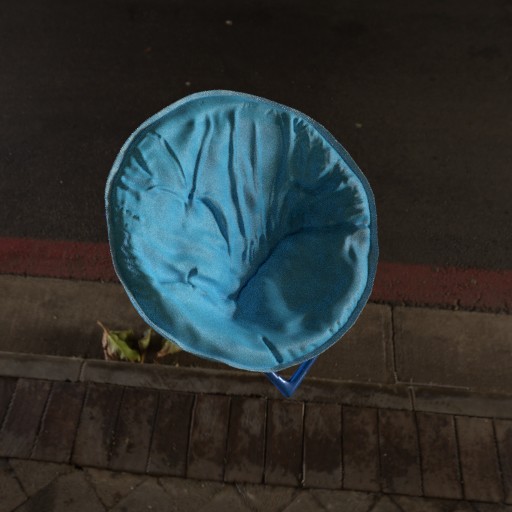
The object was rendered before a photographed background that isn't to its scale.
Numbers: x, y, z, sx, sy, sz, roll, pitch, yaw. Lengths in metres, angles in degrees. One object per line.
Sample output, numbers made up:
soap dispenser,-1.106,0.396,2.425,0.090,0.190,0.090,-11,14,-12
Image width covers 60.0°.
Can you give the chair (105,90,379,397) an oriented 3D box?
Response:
chair,0.000,0.000,0.898,0.465,0.478,0.520,33,63,19
